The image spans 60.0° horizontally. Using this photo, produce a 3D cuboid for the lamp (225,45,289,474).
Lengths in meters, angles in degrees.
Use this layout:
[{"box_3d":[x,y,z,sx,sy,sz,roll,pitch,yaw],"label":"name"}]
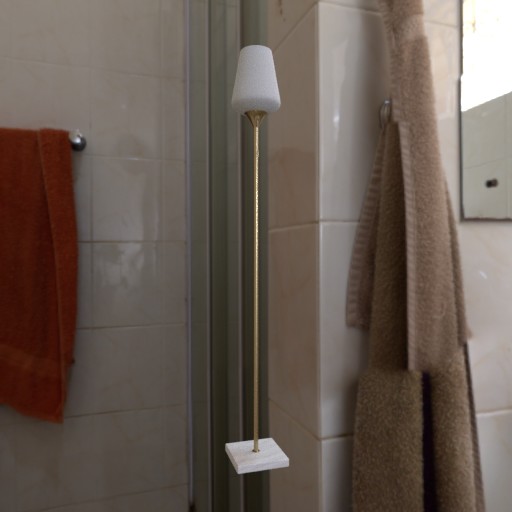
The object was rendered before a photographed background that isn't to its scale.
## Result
[{"box_3d":[0.000,0.000,1.981,0.229,1.813,0.232,0,0,-17],"label":"lamp"}]
